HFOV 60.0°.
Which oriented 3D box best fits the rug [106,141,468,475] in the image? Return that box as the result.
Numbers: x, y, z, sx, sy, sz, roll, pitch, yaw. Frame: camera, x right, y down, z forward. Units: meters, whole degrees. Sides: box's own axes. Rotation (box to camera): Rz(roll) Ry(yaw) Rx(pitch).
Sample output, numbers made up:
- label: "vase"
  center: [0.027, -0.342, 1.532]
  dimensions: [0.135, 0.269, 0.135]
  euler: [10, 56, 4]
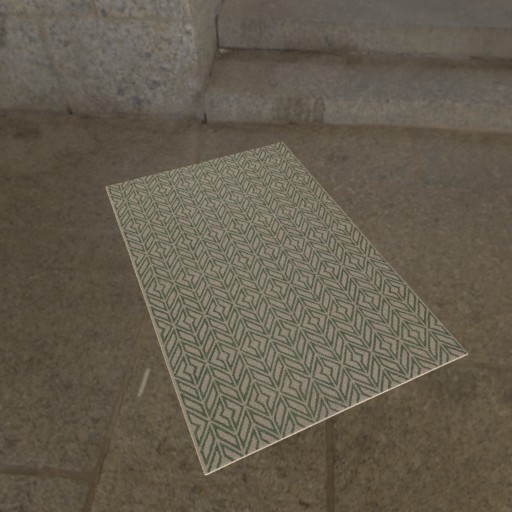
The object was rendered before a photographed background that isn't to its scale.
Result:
- label: "rug"
  center: [0.000, 0.000, 2.339]
  dimensions: [1.220, 0.007, 1.828]
  euler: [-18, 50, -16]
